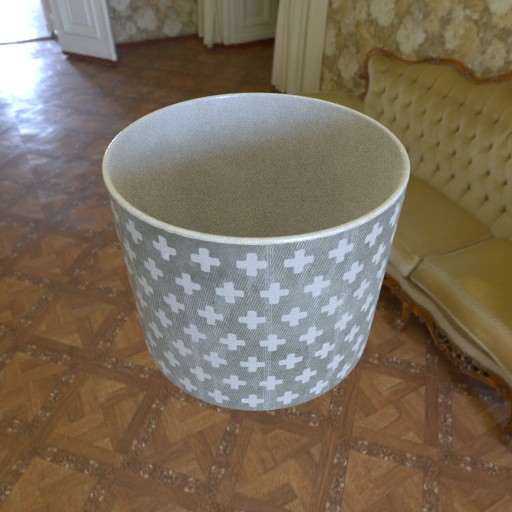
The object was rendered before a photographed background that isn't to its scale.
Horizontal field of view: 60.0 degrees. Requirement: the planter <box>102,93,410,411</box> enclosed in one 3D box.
[{"bbox_3d":[0.000,0.000,0.341,0.190,0.181,0.190,0,41,0],"label":"planter"}]
